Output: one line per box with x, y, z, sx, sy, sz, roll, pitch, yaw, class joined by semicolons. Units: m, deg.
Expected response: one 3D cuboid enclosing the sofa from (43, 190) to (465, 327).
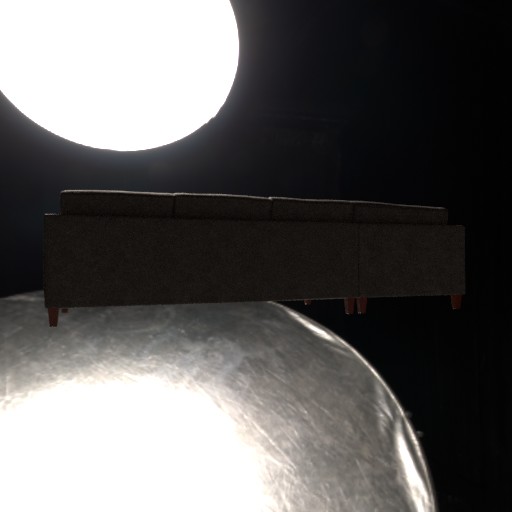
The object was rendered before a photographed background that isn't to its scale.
0.000;0.000;4.178;3.471;0.954;1.606;0;0;-18;sofa
